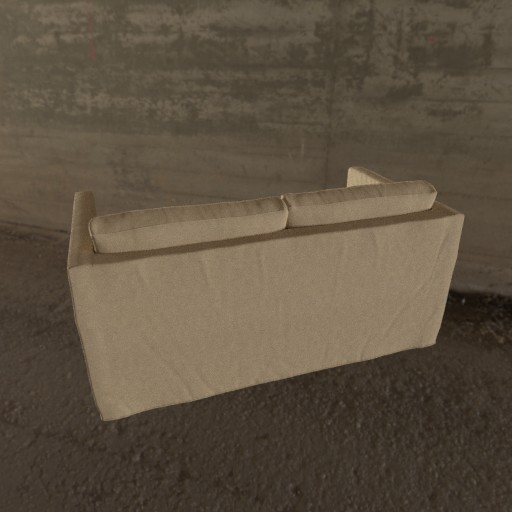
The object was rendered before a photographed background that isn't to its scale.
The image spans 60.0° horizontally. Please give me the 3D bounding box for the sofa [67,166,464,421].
[{"bbox_3d":[0.000,0.000,2.282,1.719,0.835,0.962,-8,27,-17],"label":"sofa"}]
